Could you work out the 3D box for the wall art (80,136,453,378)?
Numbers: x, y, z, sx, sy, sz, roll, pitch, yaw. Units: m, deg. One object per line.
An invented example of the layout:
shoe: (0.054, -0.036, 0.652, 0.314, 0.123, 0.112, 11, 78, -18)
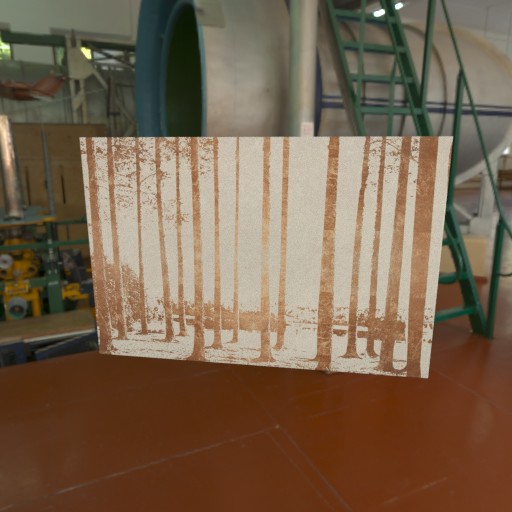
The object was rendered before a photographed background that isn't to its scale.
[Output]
wall art: (0.000, 0.000, 0.782, 0.609, 0.405, 0.035, 2, 14, 9)
